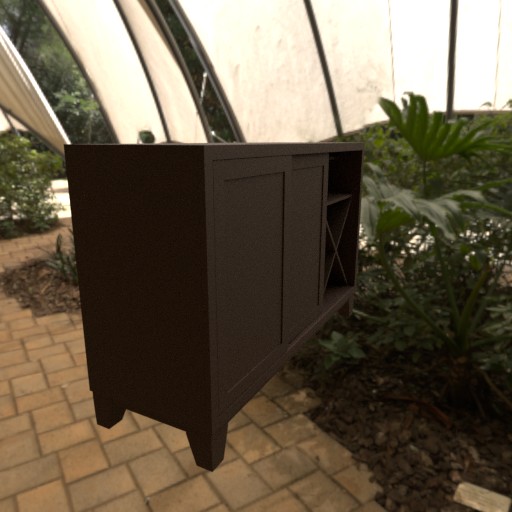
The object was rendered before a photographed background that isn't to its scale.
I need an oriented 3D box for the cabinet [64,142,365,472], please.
[{"bbox_3d":[0.000,0.000,1.852,0.482,0.914,1.396,8,17,28],"label":"cabinet"}]
